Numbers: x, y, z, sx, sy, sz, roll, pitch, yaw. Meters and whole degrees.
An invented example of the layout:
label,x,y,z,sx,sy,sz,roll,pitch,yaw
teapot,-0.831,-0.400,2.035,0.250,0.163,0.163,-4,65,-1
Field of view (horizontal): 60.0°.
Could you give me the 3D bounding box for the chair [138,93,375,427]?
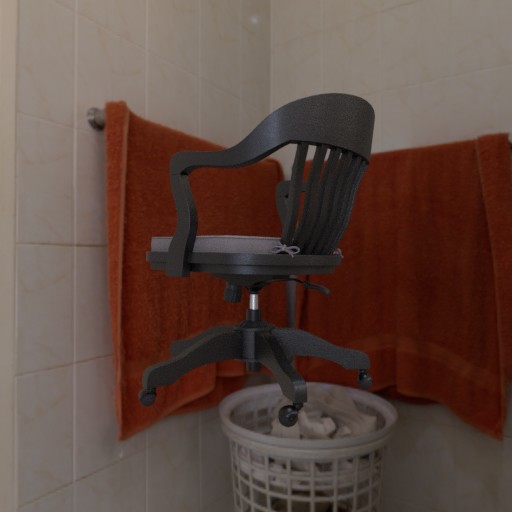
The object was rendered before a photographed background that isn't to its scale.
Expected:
label,x,y,z,sx,sy,sz,roll,pitch,yaw
chair,0.000,0.000,1.489,0.788,0.878,0.750,0,-1,36
